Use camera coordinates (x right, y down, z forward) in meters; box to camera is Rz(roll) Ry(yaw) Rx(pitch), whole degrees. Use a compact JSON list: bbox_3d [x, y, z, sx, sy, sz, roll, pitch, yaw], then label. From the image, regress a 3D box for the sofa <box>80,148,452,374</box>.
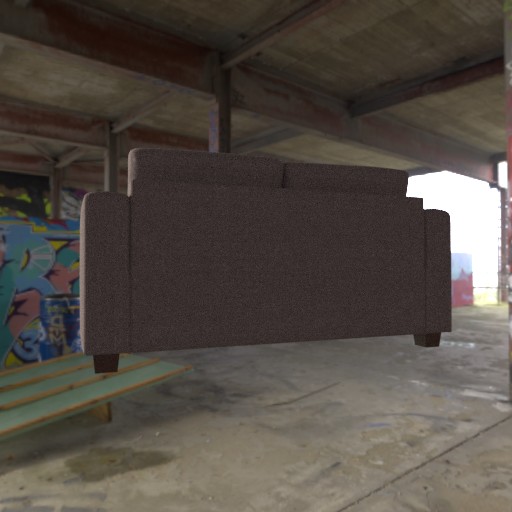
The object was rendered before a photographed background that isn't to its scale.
[{"bbox_3d":[0.000,0.000,2.088,1.520,0.800,0.900,0,-1,-20],"label":"sofa"}]
